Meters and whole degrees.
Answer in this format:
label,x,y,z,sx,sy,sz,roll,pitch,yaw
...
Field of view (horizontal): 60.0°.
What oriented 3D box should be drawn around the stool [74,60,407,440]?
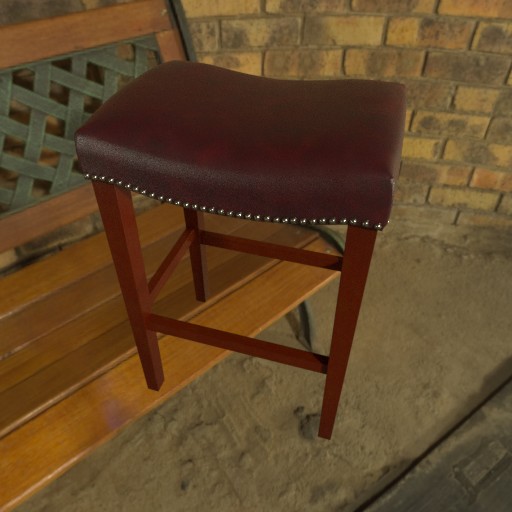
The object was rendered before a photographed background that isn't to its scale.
label,x,y,z,sx,sy,sz,roll,pitch,yaw
stool,0.000,0.000,0.992,0.504,0.742,0.372,11,42,13
